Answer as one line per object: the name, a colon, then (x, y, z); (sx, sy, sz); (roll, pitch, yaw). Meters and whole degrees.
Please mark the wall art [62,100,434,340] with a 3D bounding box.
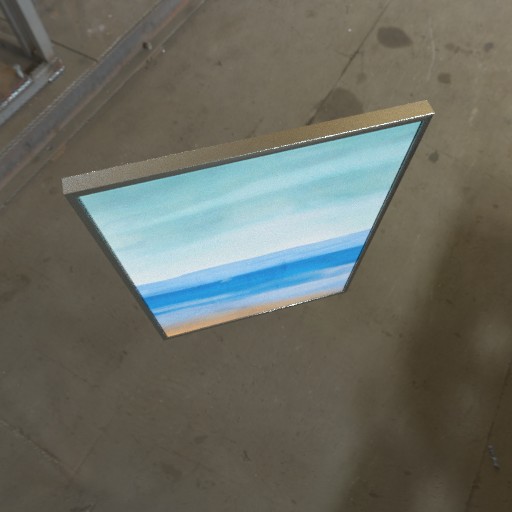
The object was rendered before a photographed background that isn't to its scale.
wall art: (0.000, 0.000, 1.410); (0.803, 1.062, 0.041); (-14, 64, -7)
